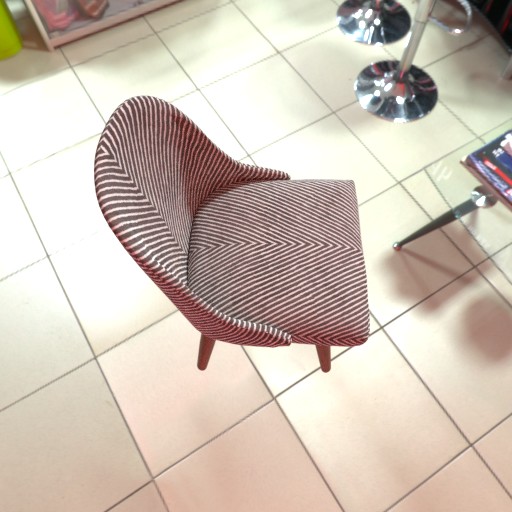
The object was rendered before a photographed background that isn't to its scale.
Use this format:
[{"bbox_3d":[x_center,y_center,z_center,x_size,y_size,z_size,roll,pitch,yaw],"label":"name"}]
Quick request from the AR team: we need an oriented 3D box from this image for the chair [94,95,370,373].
[{"bbox_3d":[0.000,0.000,1.210,0.591,0.883,0.504,1,65,0],"label":"chair"}]
